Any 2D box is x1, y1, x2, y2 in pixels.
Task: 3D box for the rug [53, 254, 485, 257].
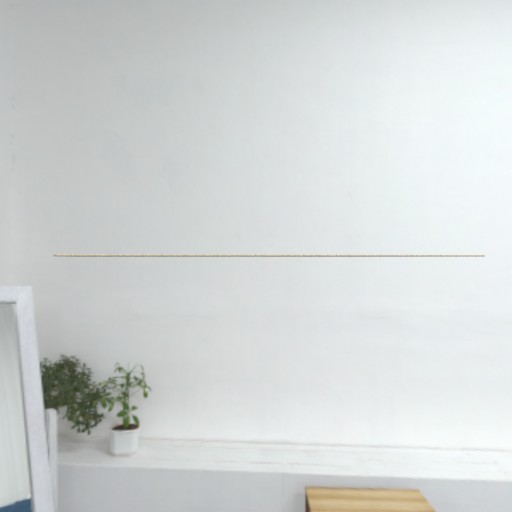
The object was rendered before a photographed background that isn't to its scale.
[{"bbox_3d":[0.000,0.000,2.914,2.284,0.008,1.522,0,0,-18],"label":"rug"}]
